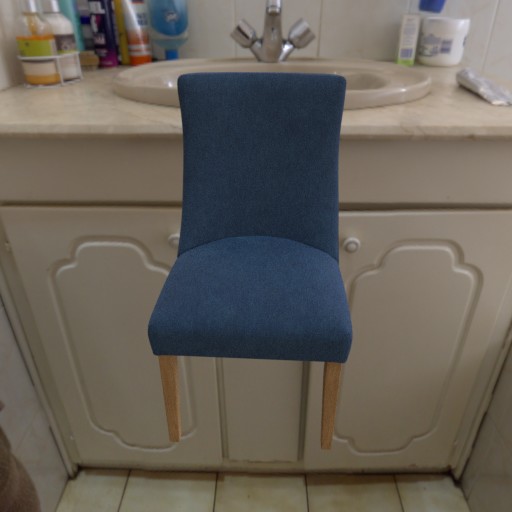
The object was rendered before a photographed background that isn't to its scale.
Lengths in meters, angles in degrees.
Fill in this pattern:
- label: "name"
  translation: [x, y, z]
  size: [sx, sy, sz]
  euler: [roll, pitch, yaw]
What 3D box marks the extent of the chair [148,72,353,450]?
- label: "chair"
  translation: [0.000, 0.000, 1.261]
  size: [0.495, 0.902, 0.609]
  euler: [2, 30, 3]
